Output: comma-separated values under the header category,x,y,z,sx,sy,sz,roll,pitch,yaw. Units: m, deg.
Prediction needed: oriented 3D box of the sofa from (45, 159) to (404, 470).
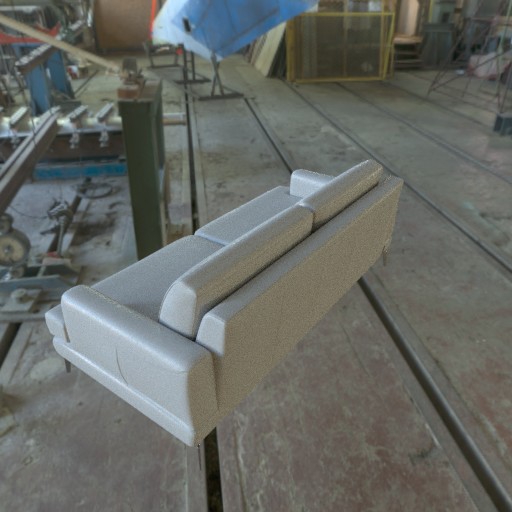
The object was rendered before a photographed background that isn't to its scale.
category,x,y,z,sx,sy,sz,roll,pitch,yaw
sofa,0.000,0.000,2.402,0.974,0.765,1.940,20,36,30
